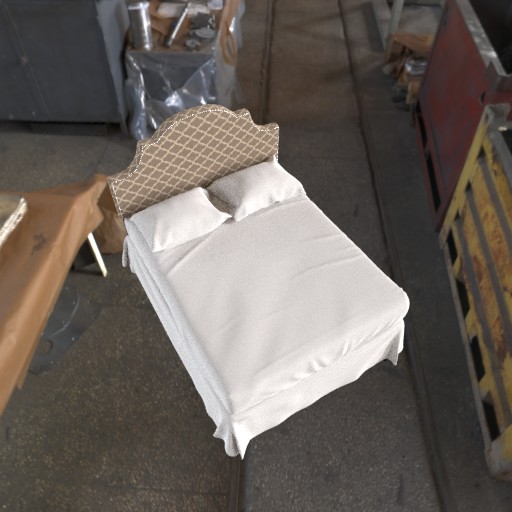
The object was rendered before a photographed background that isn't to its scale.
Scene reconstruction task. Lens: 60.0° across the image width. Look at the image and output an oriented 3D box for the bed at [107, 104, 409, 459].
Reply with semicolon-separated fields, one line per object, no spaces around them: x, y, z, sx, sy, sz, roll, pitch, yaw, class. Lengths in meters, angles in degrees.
0.000;0.000;3.538;1.780;1.633;2.222;-24;53;-20;bed
